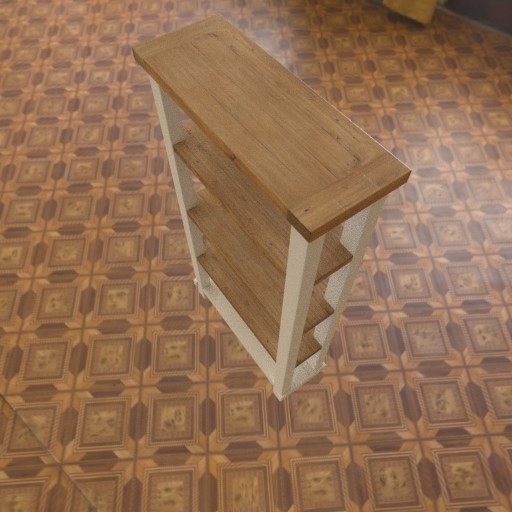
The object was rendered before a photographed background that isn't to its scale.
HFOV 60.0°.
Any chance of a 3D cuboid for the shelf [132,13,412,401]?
[{"bbox_3d":[0.000,0.000,2.238,0.381,1.878,1.022,-31,63,-18],"label":"shelf"}]
